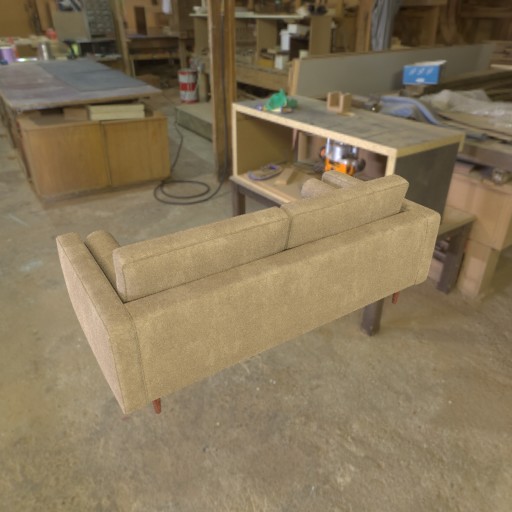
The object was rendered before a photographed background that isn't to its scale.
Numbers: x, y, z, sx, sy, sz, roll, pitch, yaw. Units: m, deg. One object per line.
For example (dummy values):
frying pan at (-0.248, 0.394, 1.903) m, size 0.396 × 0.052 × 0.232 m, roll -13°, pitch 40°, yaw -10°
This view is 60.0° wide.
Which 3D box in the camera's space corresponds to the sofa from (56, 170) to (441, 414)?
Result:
sofa at (0.000, 0.000, 2.419) m, size 1.883 × 0.769 × 0.920 m, roll -18°, pitch 35°, yaw -28°
